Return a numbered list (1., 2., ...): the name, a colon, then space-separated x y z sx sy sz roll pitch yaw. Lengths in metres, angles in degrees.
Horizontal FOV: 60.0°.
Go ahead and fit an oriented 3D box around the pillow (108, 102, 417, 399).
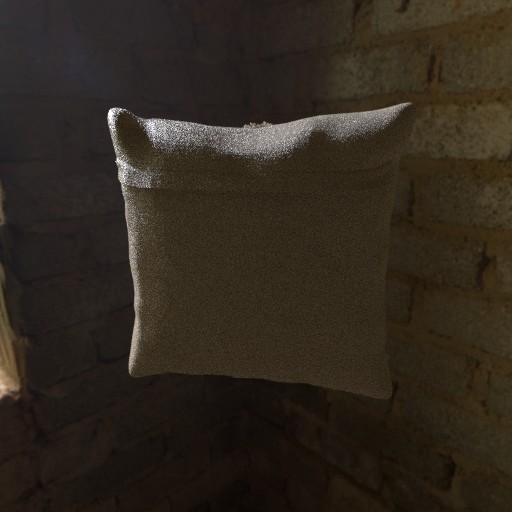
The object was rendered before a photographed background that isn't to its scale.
1. pillow: 0.000 0.000 0.757 0.484 0.490 0.234 3 16 9
